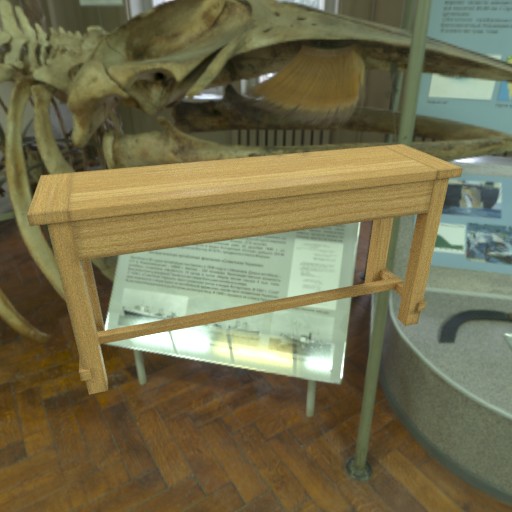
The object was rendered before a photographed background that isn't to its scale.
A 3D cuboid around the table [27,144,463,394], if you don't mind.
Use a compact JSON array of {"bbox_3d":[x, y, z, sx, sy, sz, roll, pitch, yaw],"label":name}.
[{"bbox_3d":[0.000,0.000,1.918,1.599,0.762,0.442,-9,29,-16],"label":"table"}]
